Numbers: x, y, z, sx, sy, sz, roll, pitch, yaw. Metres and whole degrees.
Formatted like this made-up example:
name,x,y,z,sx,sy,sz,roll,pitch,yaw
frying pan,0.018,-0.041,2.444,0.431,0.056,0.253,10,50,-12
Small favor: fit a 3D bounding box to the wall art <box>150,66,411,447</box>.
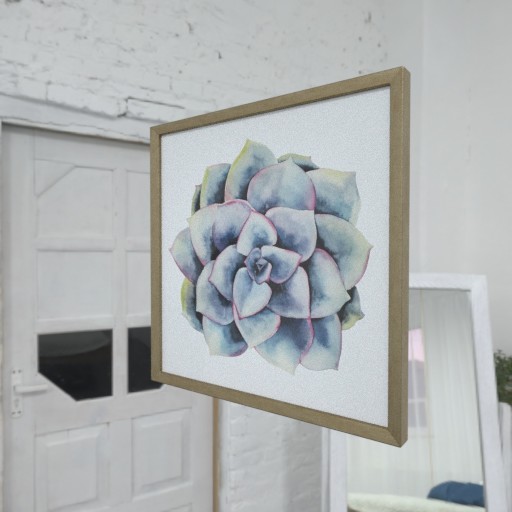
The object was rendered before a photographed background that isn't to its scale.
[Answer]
name,x,y,z,sx,sy,sz,roll,pitch,yaw
wall art,0.000,0.000,0.748,0.503,0.506,0.030,1,2,37
